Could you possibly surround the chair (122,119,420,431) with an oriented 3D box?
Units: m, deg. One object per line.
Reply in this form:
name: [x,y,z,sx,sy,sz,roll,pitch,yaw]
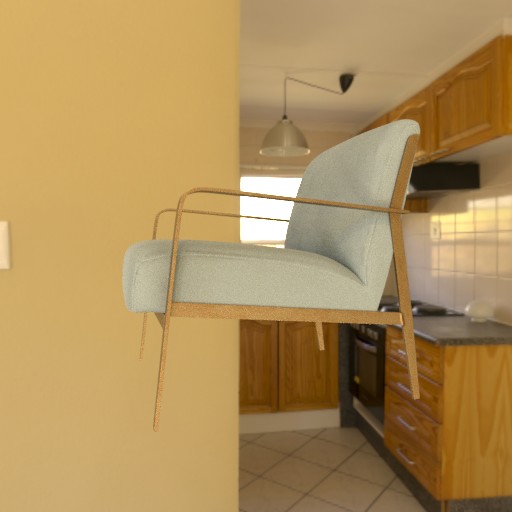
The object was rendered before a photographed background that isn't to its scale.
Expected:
chair: [0.000,0.000,1.464,0.842,0.824,0.701,0,2,-17]
